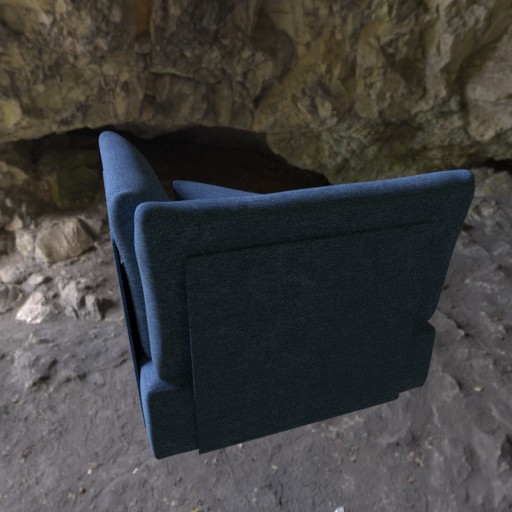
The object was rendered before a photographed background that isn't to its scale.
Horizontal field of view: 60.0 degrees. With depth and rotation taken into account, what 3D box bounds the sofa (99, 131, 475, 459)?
[{"bbox_3d":[0.000,0.000,1.669,1.000,0.820,1.000,-9,27,-17],"label":"sofa"}]
